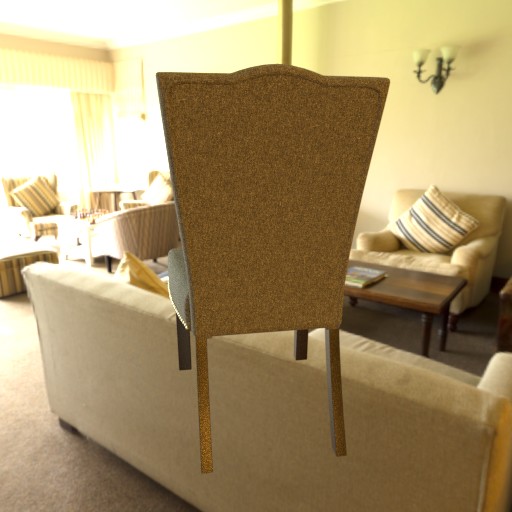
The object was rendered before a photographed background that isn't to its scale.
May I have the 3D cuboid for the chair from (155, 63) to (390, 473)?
[{"bbox_3d":[0.000,0.000,1.272,0.518,0.946,0.589,-3,15,-10],"label":"chair"}]
